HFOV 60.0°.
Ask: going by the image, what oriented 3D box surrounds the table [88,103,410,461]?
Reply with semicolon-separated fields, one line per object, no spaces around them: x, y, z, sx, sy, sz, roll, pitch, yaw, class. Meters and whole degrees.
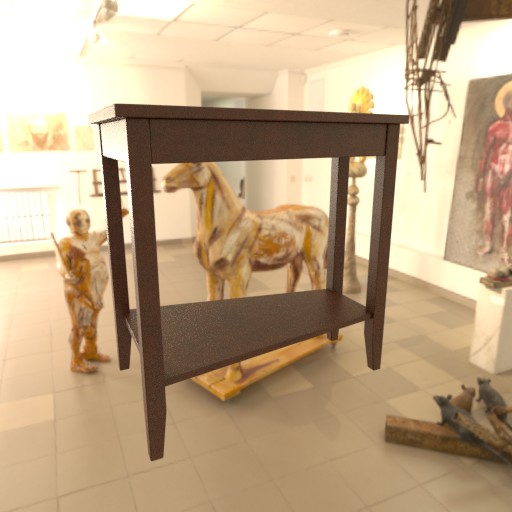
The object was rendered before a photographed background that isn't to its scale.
0.000;0.000;0.967;0.605;0.589;0.399;-7;17;-24;table
